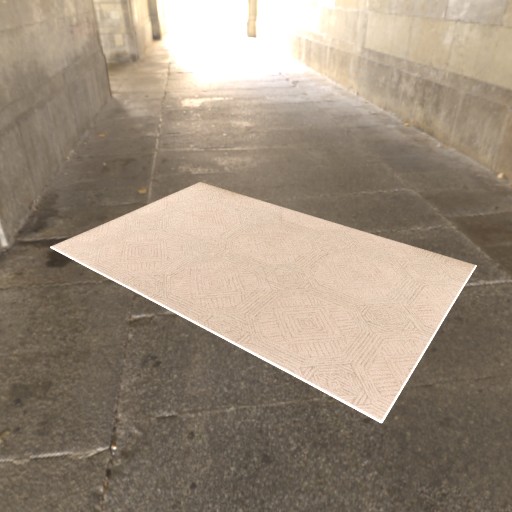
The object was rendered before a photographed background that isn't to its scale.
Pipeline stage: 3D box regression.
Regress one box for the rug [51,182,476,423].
[{"bbox_3d":[0.000,0.000,2.980,2.440,0.008,1.524,21,37,31],"label":"rug"}]
